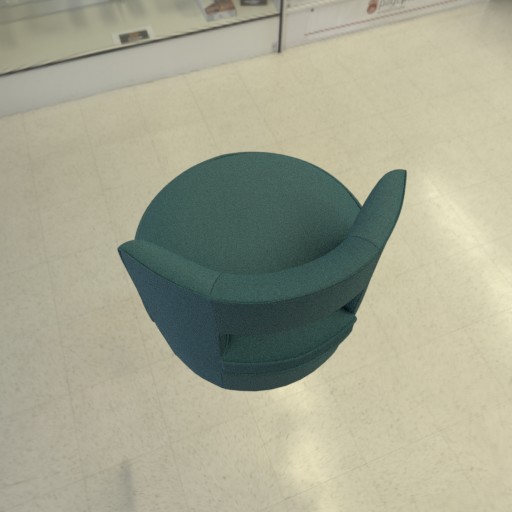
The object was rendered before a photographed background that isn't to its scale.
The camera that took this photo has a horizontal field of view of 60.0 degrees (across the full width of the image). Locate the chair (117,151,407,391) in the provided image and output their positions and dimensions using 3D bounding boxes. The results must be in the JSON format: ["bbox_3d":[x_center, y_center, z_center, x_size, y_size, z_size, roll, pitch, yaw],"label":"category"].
[{"bbox_3d":[0.000,0.000,1.272,0.684,0.711,0.660,-16,60,-9],"label":"chair"}]
